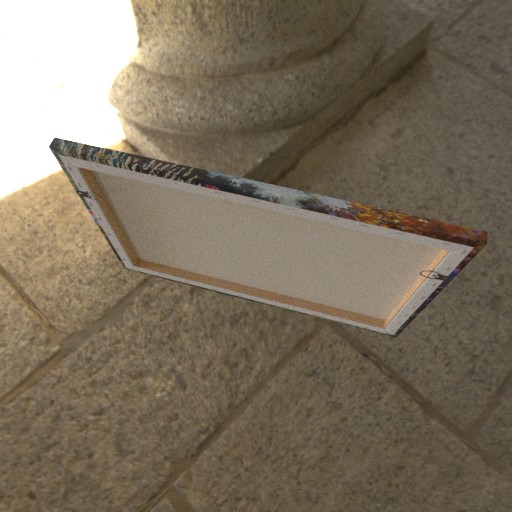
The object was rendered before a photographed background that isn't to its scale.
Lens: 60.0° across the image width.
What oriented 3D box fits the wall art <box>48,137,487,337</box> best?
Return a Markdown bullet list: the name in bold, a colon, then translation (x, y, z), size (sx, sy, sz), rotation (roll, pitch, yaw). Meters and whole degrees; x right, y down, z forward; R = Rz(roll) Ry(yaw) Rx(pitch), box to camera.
- **wall art**: translation (0.000, 0.000, 1.456), size (1.136, 0.760, 0.042), rotation (13, 64, 7)
